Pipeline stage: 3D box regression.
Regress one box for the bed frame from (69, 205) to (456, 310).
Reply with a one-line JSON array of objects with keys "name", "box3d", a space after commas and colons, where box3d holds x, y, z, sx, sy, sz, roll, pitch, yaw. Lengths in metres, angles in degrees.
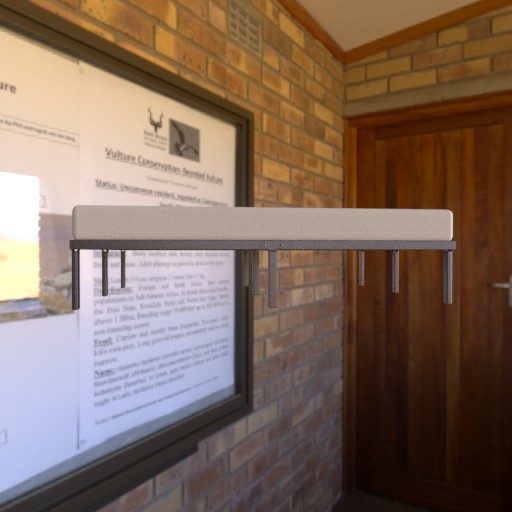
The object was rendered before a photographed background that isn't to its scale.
[{"name": "bed frame", "box3d": [0.000, 0.000, 3.923, 2.842, 0.680, 2.205, 0, 1, 0]}]
